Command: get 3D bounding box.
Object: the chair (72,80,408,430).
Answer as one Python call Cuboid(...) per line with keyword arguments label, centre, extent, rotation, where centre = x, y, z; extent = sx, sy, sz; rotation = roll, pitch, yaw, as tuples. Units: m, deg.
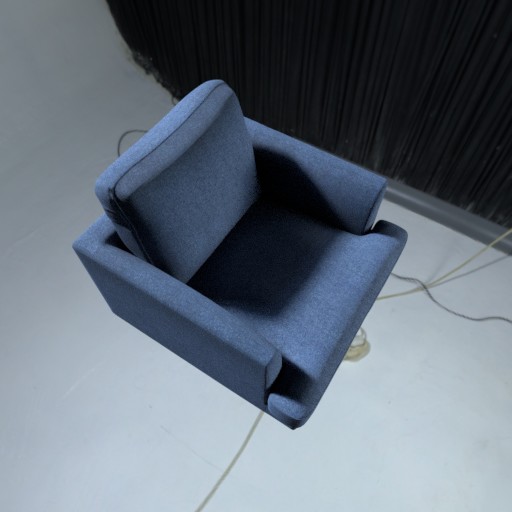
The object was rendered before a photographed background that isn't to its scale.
Cuboid(label="chair", centre=(0.000, 0.000, 1.649), extent=(0.899, 0.957, 0.858), rotation=(28, 62, 17))
